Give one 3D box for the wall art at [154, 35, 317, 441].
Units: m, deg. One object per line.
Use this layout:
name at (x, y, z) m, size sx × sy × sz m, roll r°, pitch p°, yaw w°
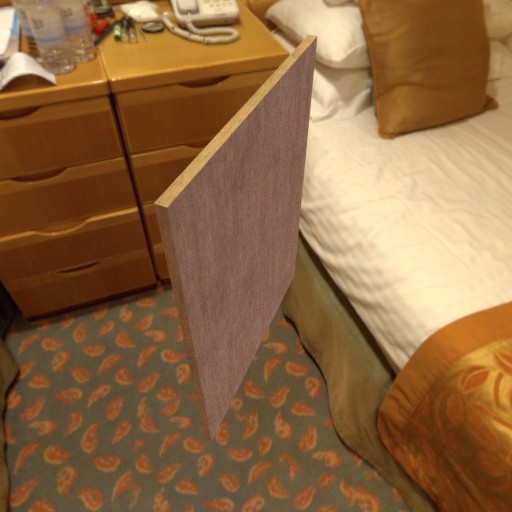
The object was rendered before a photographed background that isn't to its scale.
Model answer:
wall art at (0.000, 0.000, 0.912) m, size 0.018 × 0.686 × 0.534 m, roll 18°, pitch 49°, yaw 16°
